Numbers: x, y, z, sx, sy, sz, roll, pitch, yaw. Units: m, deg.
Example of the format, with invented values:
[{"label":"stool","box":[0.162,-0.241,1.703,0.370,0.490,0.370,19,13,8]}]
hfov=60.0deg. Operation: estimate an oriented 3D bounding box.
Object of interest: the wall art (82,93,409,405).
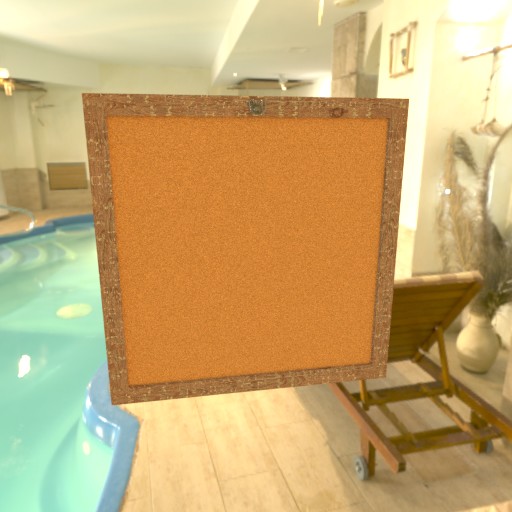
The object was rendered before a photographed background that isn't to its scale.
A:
[{"label":"wall art","box":[0.000,0.000,0.559,0.380,0.380,0.022,-3,15,-10]}]
